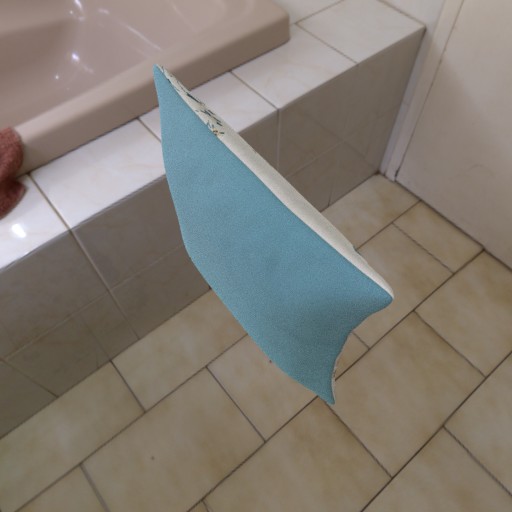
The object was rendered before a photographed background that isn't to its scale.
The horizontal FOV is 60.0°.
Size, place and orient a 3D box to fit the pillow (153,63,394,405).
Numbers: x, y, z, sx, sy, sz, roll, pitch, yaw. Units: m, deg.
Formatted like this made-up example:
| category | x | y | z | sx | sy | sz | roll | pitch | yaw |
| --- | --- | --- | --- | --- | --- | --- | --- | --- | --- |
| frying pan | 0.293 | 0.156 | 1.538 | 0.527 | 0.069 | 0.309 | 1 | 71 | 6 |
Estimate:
| category | x | y | z | sx | sy | sz | roll | pitch | yaw |
| --- | --- | --- | --- | --- | --- | --- | --- | --- | --- |
| pillow | 0.000 | 0.000 | 0.815 | 0.166 | 0.507 | 0.526 | -33 | 64 | -18 |
